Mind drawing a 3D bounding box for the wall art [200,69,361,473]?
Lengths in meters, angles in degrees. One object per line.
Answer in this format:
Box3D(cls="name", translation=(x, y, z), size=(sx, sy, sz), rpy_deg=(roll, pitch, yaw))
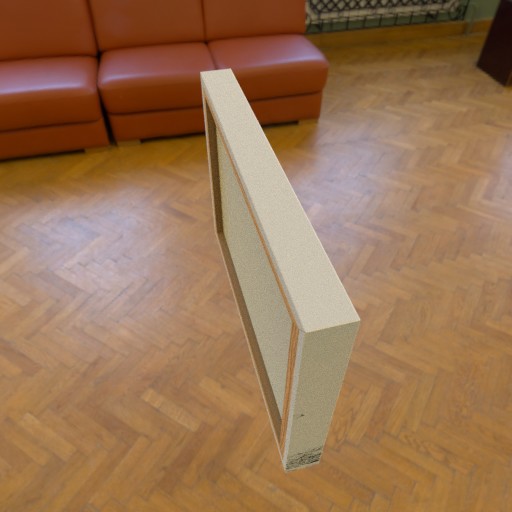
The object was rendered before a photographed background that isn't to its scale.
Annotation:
Box3D(cls="wall art", translation=(0.000, 0.000, 0.498), size=(0.038, 0.259, 0.381), rpy_deg=(-11, 47, -10))
